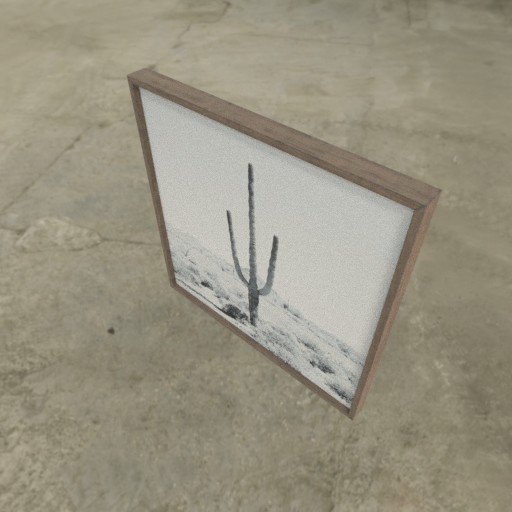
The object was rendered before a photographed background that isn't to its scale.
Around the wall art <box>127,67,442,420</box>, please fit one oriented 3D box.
[{"bbox_3d":[0.000,0.000,0.774,0.508,0.508,0.038,31,53,27],"label":"wall art"}]
